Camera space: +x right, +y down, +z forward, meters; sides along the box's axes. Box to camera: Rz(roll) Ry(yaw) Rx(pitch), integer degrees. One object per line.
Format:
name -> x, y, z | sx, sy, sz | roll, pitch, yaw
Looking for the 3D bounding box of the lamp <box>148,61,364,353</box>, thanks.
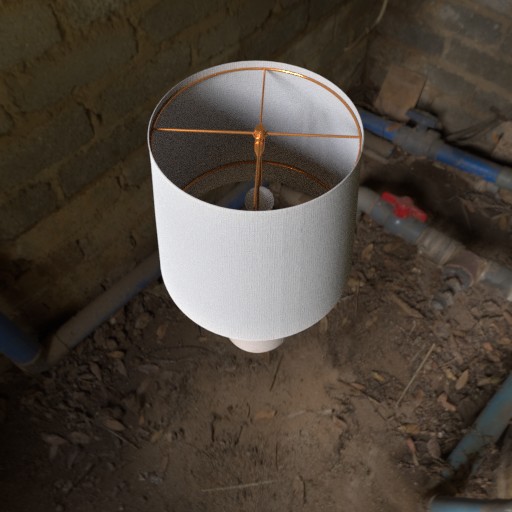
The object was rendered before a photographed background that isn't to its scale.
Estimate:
lamp -> 0.000, 0.000, 0.451 | 0.189, 0.340, 0.189 | 0, 58, 0
